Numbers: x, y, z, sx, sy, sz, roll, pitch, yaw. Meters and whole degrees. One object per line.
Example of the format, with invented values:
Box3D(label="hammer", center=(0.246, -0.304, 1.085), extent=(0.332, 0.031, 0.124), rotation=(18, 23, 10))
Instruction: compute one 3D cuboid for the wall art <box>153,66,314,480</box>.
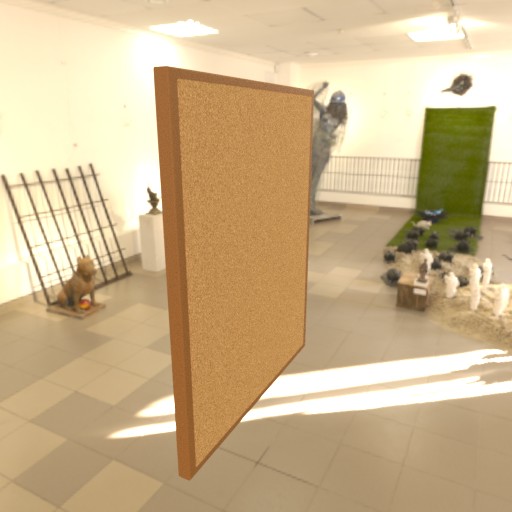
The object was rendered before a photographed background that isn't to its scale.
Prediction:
Box3D(label="wall art", center=(0.000, 0.000, 0.516), extent=(0.015, 0.379, 0.310), rotation=(9, 19, 26))
